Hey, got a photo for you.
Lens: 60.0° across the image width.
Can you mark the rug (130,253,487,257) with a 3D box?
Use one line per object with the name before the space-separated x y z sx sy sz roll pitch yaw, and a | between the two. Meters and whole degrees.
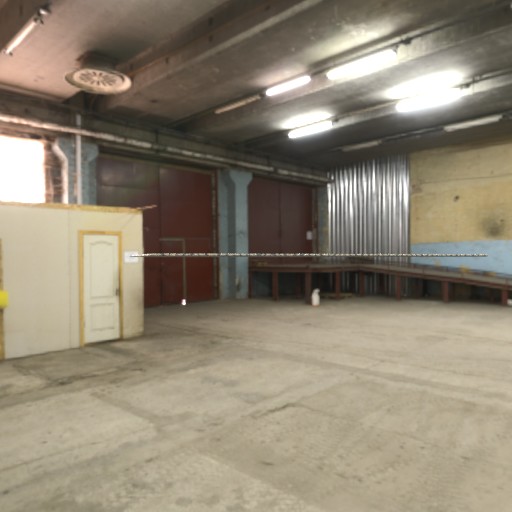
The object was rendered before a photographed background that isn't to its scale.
rug | 0.000 0.000 2.178 1.144 0.008 1.752 0 0 -18
